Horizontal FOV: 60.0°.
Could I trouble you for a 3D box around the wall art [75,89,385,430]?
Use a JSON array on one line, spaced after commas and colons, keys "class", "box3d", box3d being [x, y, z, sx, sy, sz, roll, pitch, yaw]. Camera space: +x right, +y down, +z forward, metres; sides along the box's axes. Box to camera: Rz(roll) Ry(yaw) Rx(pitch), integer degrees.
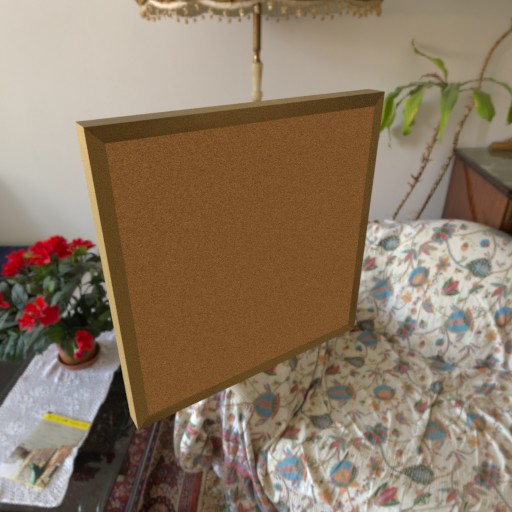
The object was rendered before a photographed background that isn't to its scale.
[{"class": "wall art", "box3d": [0.000, 0.000, 0.773, 0.507, 0.508, 0.038, -17, 33, -29]}]
